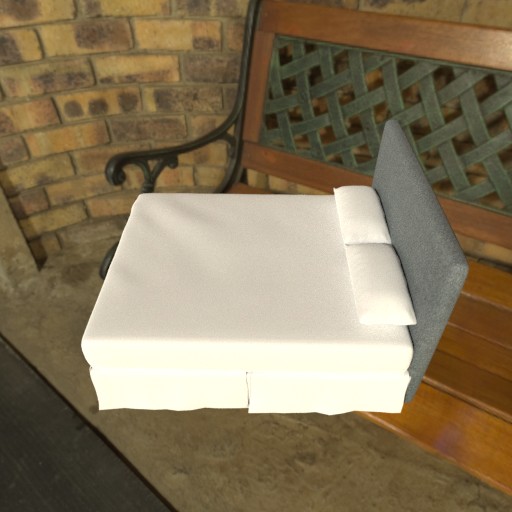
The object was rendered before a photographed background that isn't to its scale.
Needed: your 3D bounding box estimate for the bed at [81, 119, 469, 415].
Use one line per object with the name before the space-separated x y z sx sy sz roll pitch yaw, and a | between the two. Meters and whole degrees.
bed | 0.000 0.000 3.162 2.142 1.330 1.723 1 42 1
